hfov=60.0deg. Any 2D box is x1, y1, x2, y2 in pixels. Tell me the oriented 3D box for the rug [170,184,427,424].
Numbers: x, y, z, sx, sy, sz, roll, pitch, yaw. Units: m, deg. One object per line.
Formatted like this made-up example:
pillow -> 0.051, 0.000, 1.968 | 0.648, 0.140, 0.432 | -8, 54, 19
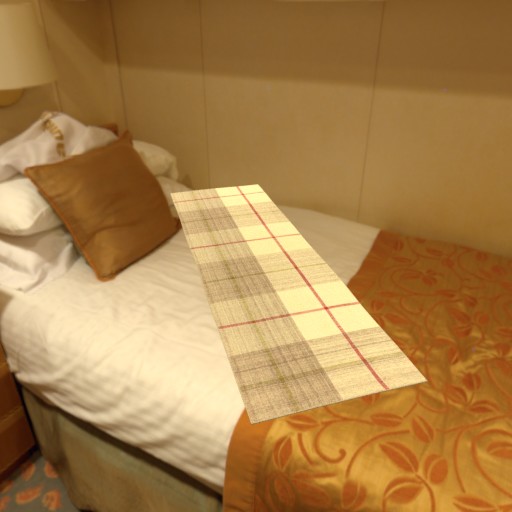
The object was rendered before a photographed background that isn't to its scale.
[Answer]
rug -> 0.000, 0.000, 2.766 | 0.762, 0.013, 2.439 | -8, 30, -14
